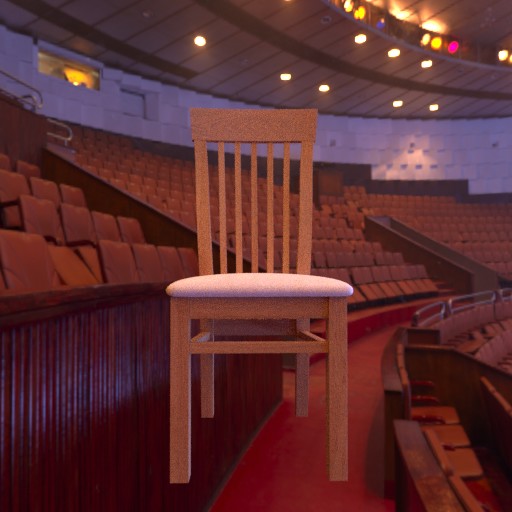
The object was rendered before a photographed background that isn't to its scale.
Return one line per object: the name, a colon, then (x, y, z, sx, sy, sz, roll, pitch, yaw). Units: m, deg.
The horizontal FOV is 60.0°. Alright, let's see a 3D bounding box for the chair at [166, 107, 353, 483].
chair: (0.000, 0.000, 1.299, 0.450, 1.050, 0.580, 0, -1, -2)
